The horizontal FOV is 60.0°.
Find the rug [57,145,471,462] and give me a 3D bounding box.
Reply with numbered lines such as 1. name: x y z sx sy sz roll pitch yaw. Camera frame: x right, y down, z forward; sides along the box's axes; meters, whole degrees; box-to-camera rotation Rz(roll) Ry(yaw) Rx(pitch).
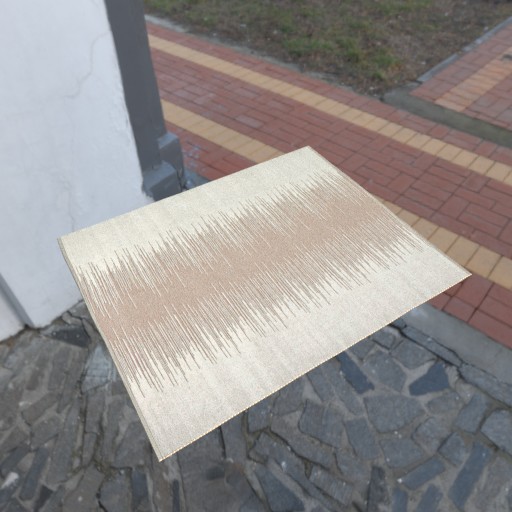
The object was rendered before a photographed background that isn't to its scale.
1. rug: 0.000 0.000 4.130 3.048 0.013 2.438 -25 51 -21
